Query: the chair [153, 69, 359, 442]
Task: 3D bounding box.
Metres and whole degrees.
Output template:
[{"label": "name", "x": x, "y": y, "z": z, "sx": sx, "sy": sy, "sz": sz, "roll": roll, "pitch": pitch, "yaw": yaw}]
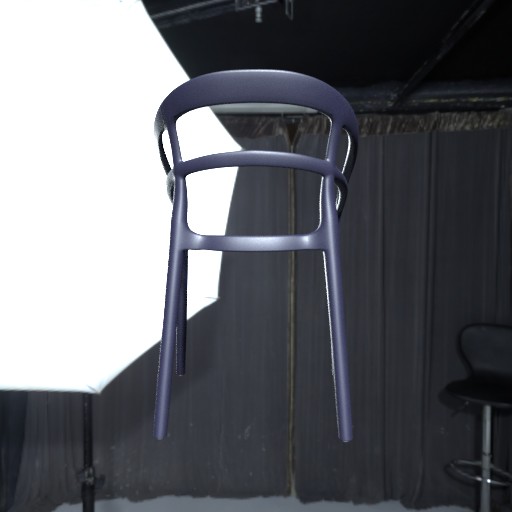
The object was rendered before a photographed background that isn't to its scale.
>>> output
[{"label": "chair", "x": 0.000, "y": 0.000, "z": 1.162, "sx": 0.559, "sy": 0.761, "sz": 0.527, "roll": 0, "pitch": 1, "yaw": 2}]
